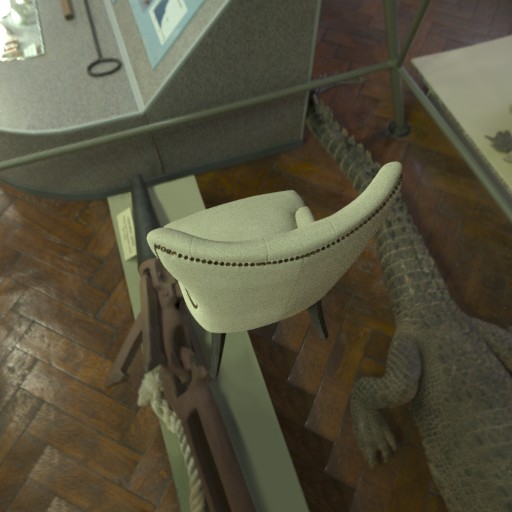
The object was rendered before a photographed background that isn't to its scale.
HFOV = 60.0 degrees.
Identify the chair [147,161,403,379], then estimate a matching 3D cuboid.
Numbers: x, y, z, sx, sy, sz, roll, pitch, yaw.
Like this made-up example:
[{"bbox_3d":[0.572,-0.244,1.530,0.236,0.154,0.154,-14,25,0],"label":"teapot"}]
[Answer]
[{"bbox_3d":[0.000,0.000,1.459,0.584,1.065,0.590,-17,62,-9],"label":"chair"}]
